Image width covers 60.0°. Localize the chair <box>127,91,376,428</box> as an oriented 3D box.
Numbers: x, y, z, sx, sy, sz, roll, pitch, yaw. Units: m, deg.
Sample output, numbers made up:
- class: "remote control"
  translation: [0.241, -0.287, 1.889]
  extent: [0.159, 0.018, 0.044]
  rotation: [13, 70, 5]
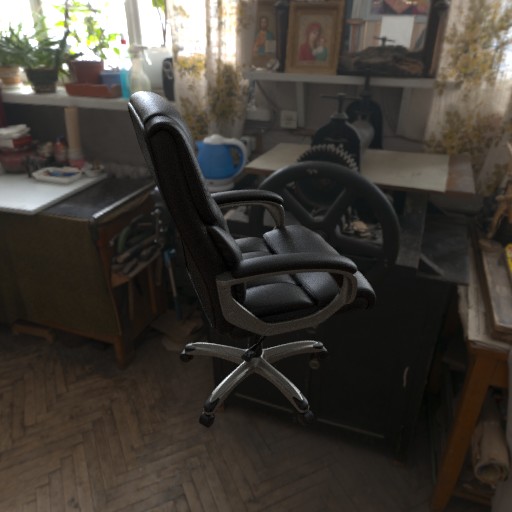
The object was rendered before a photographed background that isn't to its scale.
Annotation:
- class: "chair"
  translation: [0.000, 0.000, 1.620]
  extent: [0.739, 1.155, 0.663]
  rotation: [-10, 30, -17]
